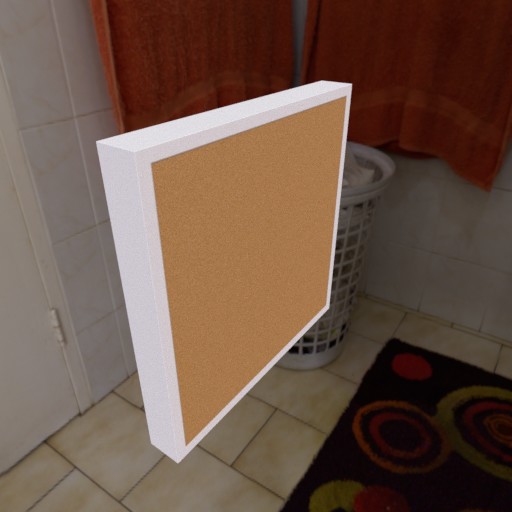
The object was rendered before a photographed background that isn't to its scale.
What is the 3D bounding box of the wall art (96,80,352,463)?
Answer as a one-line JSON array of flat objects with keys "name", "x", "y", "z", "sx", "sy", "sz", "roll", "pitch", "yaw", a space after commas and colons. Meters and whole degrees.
[{"name": "wall art", "x": 0.000, "y": 0.000, "z": 0.464, "sx": 0.038, "sy": 0.305, "sz": 0.305, "roll": 20, "pitch": 36, "yaw": 31}]
